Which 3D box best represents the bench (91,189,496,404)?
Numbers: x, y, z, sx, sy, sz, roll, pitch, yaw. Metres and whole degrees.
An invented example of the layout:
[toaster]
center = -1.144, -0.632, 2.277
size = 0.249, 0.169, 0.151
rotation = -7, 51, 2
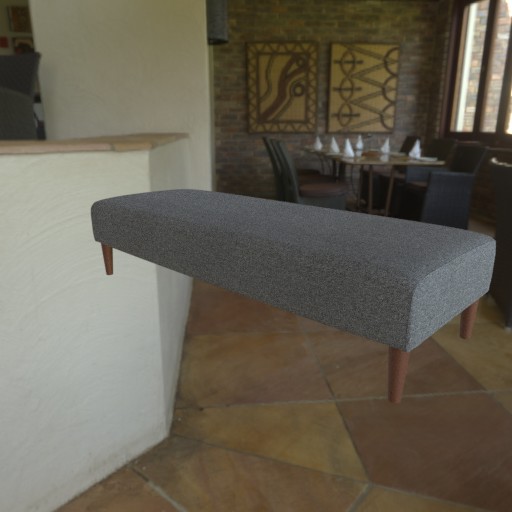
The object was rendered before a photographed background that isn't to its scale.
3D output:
[bench]
center = 0.000, 0.000, 1.791
size = 1.598, 0.384, 0.631
rotation = 15, 22, 42
